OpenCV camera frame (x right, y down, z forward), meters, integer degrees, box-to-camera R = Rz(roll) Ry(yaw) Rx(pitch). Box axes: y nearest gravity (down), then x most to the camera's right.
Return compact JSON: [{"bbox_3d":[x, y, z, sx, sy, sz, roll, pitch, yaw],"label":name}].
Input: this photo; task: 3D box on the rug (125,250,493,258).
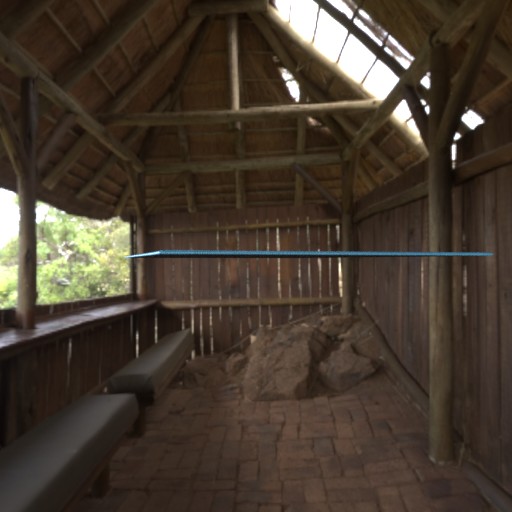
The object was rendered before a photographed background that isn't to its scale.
[{"bbox_3d":[0.000,0.000,3.467,1.830,0.018,2.769,0,-1,-19],"label":"rug"}]
